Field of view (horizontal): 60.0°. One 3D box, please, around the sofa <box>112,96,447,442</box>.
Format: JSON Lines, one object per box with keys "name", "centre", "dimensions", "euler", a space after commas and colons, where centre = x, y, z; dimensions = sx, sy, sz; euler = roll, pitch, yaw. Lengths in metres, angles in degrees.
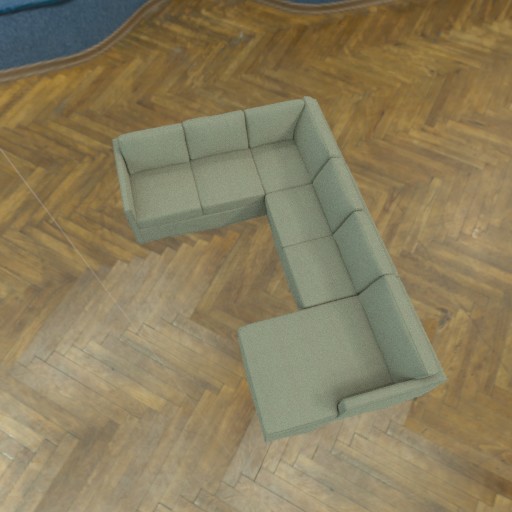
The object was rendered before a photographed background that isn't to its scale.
{"name": "sofa", "centre": [0.000, 0.000, 4.561], "dimensions": [2.427, 0.882, 3.460], "euler": [-14, 63, -7]}
